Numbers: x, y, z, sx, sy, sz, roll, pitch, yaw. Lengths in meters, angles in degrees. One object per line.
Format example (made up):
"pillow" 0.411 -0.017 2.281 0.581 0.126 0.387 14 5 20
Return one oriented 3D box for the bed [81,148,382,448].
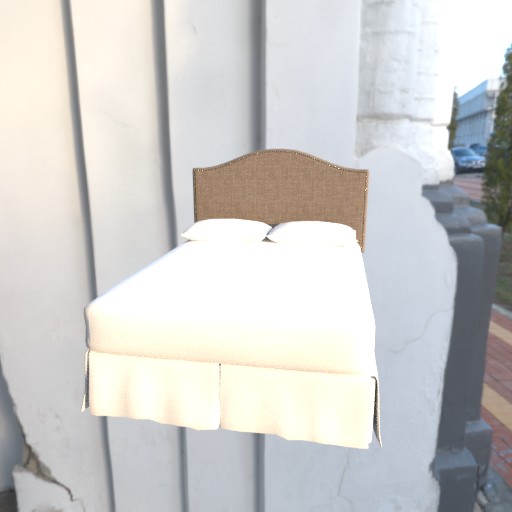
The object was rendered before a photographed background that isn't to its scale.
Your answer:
"bed" 0.000 0.000 3.257 1.713 1.518 2.153 3 14 10
